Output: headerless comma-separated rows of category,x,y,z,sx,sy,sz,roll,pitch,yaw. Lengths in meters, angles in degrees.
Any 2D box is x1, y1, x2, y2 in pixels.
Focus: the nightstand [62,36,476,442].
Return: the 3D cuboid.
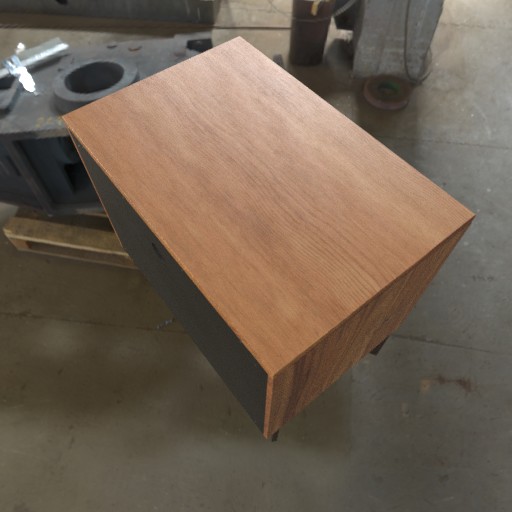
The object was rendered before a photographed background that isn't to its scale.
nightstand,0.000,0.000,1.015,0.427,0.615,0.613,-34,64,-19
